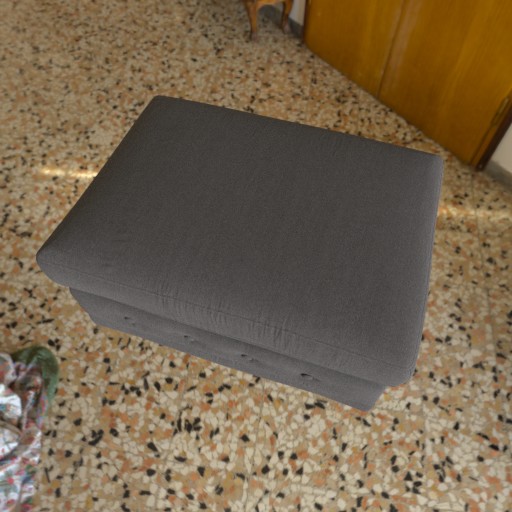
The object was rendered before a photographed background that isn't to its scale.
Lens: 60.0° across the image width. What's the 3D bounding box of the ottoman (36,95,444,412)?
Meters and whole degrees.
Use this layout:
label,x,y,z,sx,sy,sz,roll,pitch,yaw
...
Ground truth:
label,x,y,z,sx,sy,sz,roll,pitch,yaw
ottoman,0.000,0.000,1.134,0.771,0.500,0.569,16,58,10
